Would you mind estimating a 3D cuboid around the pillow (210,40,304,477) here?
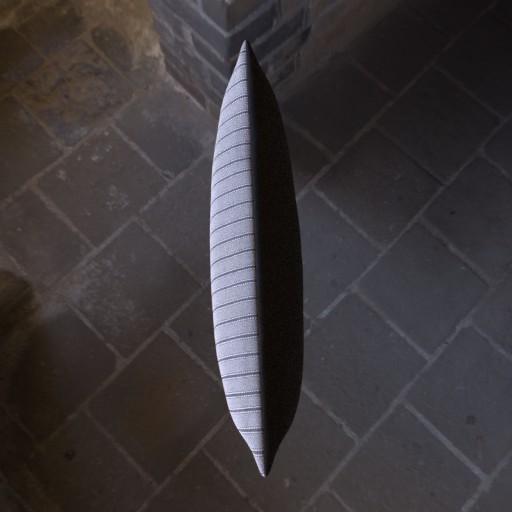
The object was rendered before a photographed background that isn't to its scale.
[{"bbox_3d":[0.000,0.000,0.736,0.151,0.305,0.609,-2,76,-1],"label":"pillow"}]
